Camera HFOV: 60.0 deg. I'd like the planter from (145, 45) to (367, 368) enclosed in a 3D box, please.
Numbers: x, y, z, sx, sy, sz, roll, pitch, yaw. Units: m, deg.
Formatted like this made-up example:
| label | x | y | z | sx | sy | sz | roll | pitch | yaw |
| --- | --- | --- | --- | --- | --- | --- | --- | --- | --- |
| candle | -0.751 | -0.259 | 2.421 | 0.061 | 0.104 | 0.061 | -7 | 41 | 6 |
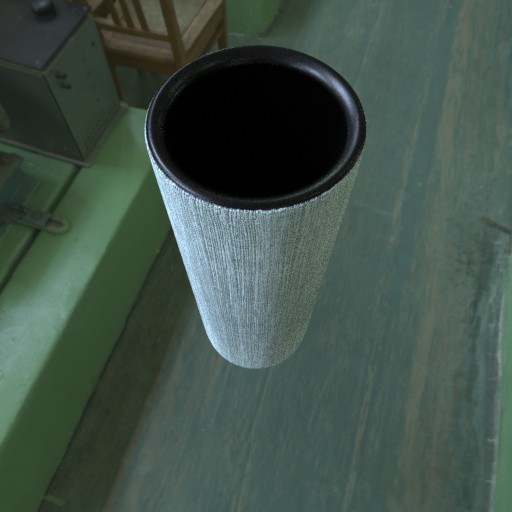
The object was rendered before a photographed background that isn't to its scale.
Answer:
| label | x | y | z | sx | sy | sz | roll | pitch | yaw |
| --- | --- | --- | --- | --- | --- | --- | --- | --- | --- |
| planter | 0.000 | 0.000 | 0.317 | 0.100 | 0.270 | 0.100 | 14 | 64 | 7 |
